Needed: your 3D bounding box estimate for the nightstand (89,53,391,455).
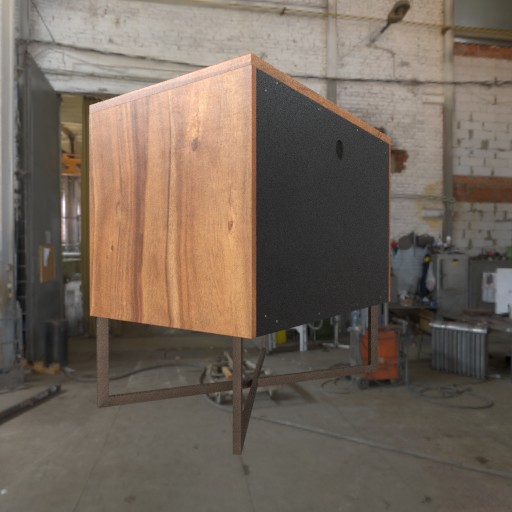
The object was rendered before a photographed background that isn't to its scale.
[{"bbox_3d":[0.000,0.000,1.038,0.427,0.615,0.613,0,1,36],"label":"nightstand"}]
